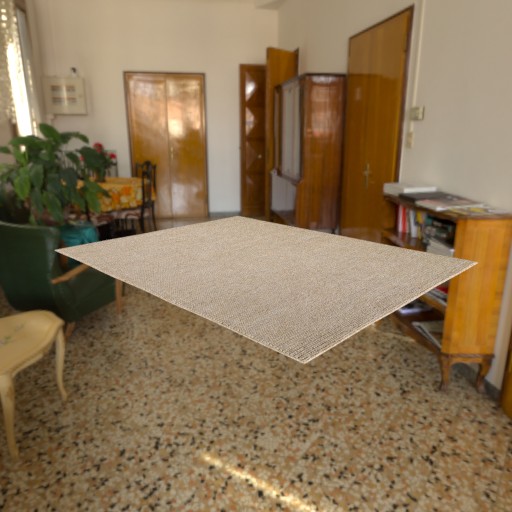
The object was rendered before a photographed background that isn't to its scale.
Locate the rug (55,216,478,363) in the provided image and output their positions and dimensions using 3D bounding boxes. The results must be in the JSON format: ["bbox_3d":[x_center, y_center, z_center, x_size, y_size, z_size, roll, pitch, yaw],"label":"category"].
[{"bbox_3d":[0.000,0.000,4.042,3.034,0.012,2.406,15,22,42],"label":"rug"}]
